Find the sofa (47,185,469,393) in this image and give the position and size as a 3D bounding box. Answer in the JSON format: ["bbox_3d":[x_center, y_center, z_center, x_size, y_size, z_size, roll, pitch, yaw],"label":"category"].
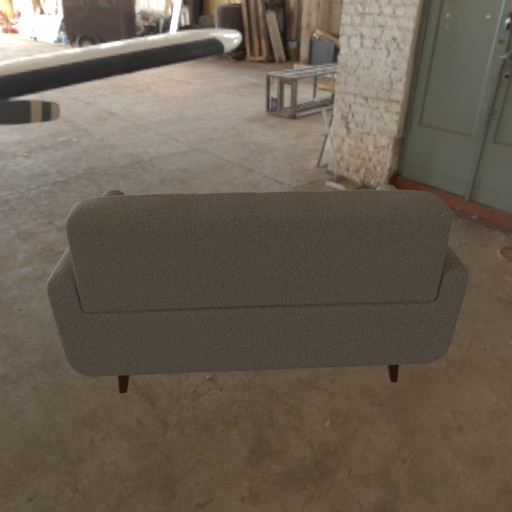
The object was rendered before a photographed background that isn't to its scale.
[{"bbox_3d":[0.000,0.000,2.189,1.651,0.925,0.952,-2,30,-3],"label":"sofa"}]
